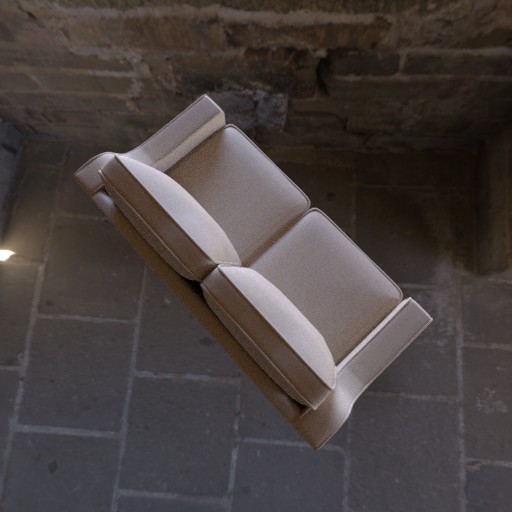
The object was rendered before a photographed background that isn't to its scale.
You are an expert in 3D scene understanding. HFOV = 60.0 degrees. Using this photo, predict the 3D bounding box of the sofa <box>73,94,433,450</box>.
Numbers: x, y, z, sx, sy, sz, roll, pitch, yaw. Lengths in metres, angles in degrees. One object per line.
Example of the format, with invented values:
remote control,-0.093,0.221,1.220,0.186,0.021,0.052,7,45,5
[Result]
sofa,0.000,0.000,3.621,1.351,1.562,2.587,-42,80,-9
